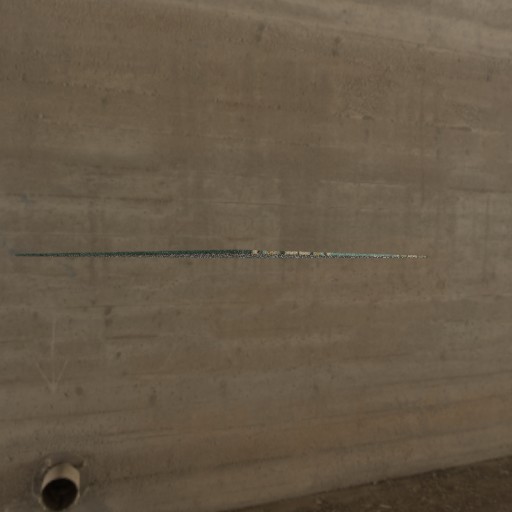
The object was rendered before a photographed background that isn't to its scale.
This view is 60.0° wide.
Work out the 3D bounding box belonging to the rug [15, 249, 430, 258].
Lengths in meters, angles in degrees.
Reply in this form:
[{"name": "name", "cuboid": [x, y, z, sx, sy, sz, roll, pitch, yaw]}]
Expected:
[{"name": "rug", "cuboid": [0.000, 0.000, 2.254, 1.212, 0.010, 1.811, 0, -1, 37]}]
